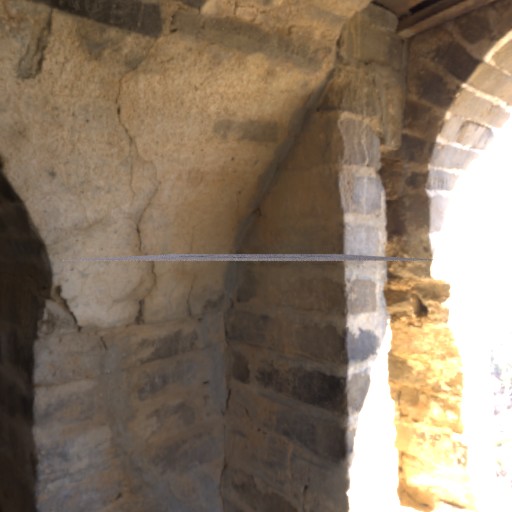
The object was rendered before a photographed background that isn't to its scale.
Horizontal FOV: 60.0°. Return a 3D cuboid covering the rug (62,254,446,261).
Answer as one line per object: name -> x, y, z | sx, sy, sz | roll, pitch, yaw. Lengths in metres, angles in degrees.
rug -> 0.000, 0.000, 2.299 | 1.223, 0.008, 1.813 | 0, 1, 0
